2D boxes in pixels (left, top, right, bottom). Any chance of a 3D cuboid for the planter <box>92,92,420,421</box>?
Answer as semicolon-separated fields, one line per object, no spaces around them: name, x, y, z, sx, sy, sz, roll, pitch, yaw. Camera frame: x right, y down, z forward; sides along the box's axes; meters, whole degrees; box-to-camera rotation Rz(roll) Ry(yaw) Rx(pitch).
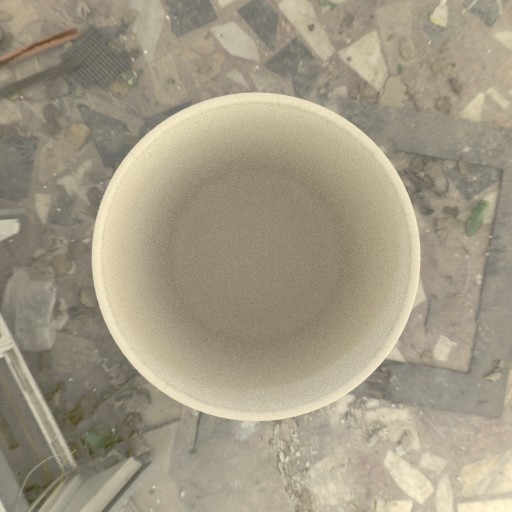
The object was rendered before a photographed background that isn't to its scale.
planter;0.000;0.000;0.790;0.440;0.398;0.440;0;91;0
